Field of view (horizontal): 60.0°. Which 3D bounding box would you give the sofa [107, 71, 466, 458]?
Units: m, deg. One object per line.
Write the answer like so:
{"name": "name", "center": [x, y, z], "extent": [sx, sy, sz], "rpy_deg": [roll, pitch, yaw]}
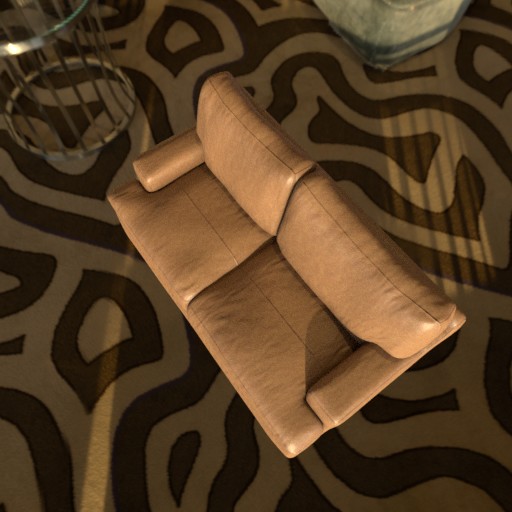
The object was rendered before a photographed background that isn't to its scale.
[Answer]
{"name": "sofa", "center": [0.000, 0.000, 2.408], "extent": [0.962, 0.980, 1.855], "rpy_deg": [-34, 70, -14]}
